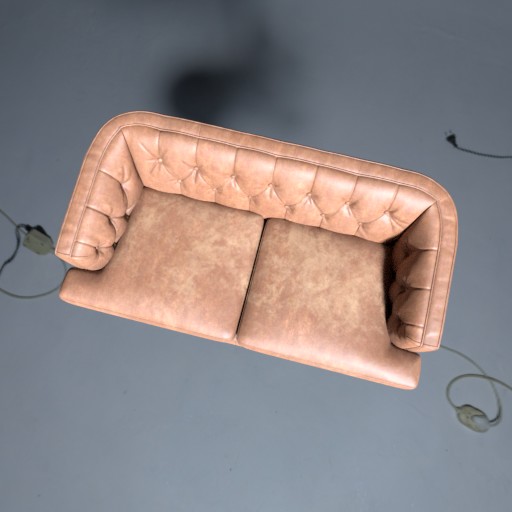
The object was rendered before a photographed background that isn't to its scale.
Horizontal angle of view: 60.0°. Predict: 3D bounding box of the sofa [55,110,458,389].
[{"bbox_3d":[0.000,0.000,2.246,1.755,0.786,0.914,14,76,3],"label":"sofa"}]
